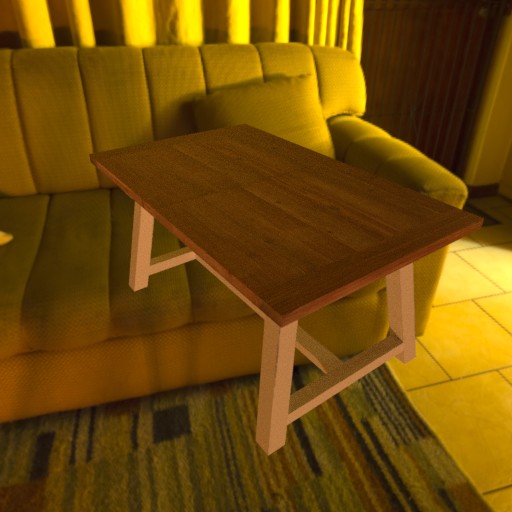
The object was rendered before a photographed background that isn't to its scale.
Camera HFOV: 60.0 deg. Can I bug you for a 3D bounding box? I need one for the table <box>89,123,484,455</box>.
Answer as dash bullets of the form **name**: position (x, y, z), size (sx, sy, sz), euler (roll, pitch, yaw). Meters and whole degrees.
- **table**: position (0.000, 0.000, 2.066), size (0.922, 0.743, 1.503), euler (-21, 38, -30)
